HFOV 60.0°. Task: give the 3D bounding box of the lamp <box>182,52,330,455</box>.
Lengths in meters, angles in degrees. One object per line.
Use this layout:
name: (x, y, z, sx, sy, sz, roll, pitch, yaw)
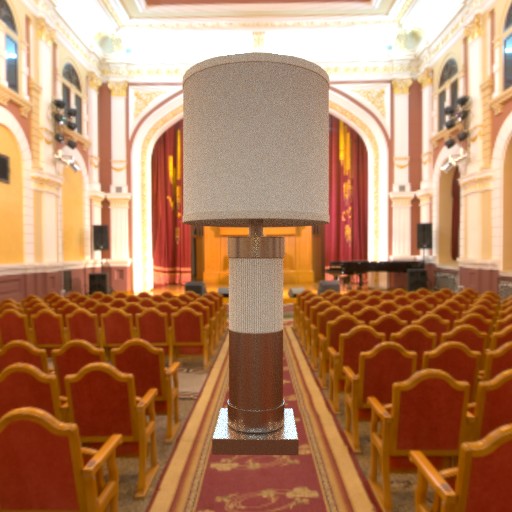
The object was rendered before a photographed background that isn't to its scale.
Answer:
lamp: (0.000, 0.000, 0.620, 0.202, 0.509, 0.202, 0, 1, 1)
